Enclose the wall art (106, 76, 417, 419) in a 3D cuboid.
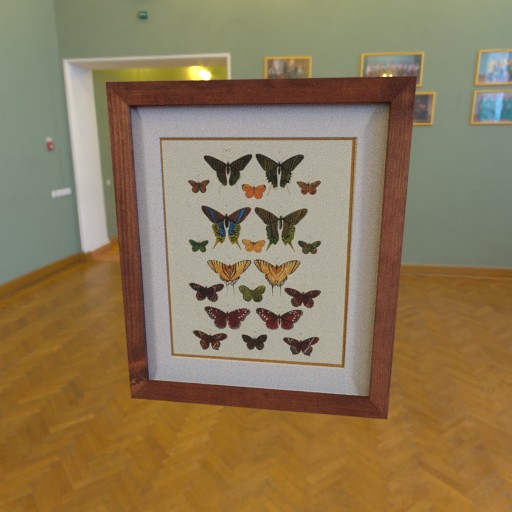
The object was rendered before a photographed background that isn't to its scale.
[{"bbox_3d":[0.000,0.000,0.608,0.377,0.449,0.039,2,15,8],"label":"wall art"}]
